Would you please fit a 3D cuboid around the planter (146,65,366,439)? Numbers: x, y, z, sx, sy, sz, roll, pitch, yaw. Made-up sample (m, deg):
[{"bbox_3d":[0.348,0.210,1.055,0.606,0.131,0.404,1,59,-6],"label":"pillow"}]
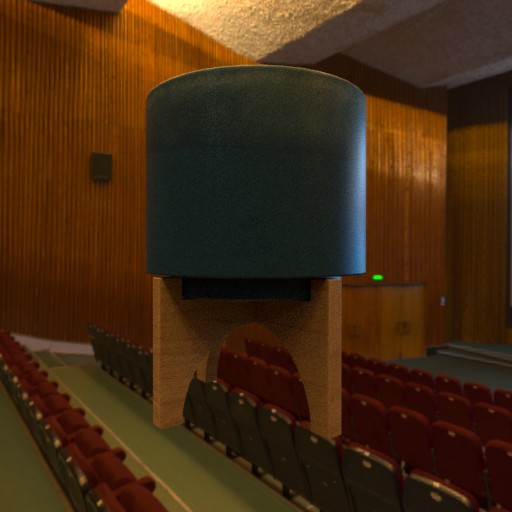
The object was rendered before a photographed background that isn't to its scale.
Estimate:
[{"bbox_3d":[0.000,0.000,0.399,0.192,0.263,0.192,0,1,0],"label":"planter"}]
